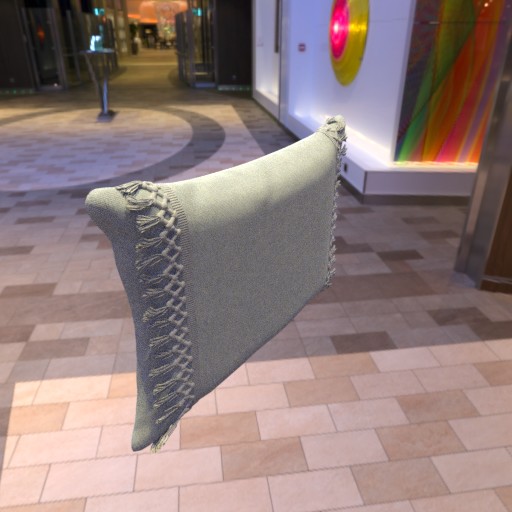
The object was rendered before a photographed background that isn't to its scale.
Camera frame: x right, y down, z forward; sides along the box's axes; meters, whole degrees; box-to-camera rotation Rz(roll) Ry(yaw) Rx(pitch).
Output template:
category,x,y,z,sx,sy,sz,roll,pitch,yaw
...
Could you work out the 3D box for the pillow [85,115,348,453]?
category,x,y,z,sx,sy,sz,roll,pitch,yaw
pillow,0.000,0.000,0.587,0.084,0.305,0.466,18,32,31
